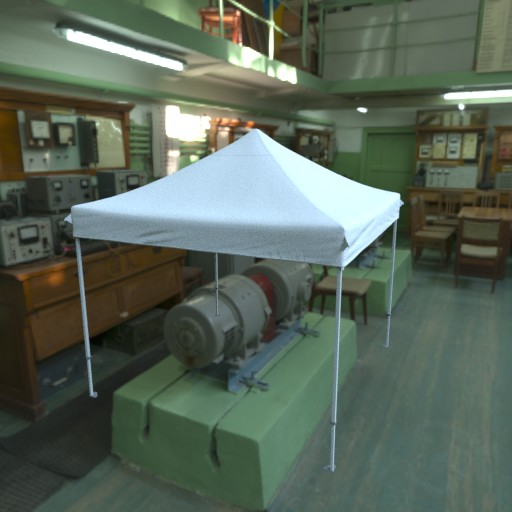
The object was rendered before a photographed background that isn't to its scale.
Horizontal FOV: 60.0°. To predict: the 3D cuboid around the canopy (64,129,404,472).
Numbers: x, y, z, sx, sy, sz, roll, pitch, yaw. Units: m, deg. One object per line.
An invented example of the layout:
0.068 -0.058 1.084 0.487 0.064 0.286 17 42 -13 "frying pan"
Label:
0.000 0.000 5.428 2.996 2.998 2.994 6 15 25 "canopy"
